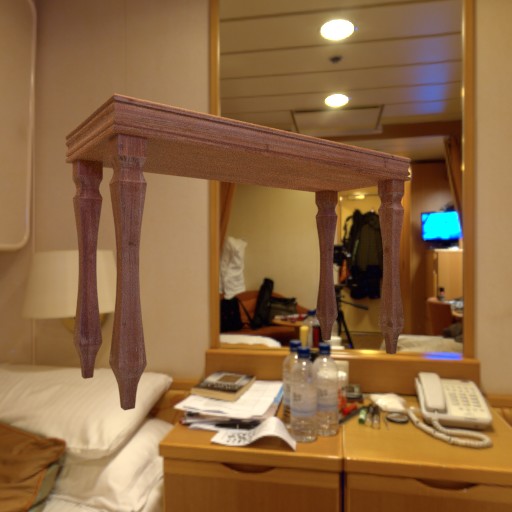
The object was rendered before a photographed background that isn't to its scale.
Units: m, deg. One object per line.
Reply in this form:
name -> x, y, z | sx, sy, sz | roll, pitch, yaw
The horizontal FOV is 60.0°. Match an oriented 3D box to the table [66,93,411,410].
table -> 0.000, 0.000, 1.791 | 1.330, 0.873, 0.522 | 0, 0, -36
